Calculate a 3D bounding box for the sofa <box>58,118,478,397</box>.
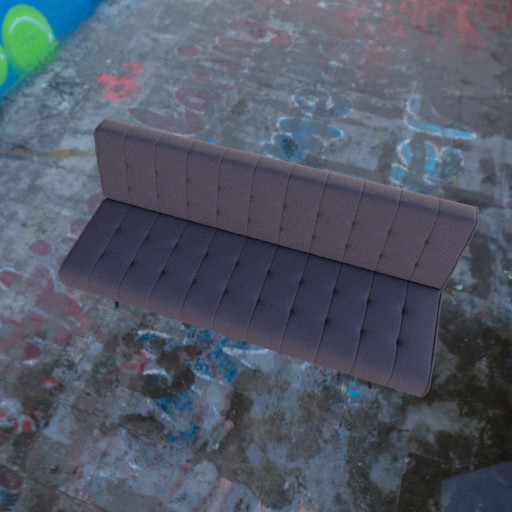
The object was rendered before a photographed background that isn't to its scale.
[{"bbox_3d":[0.000,0.000,2.070,1.703,0.699,0.747,16,59,10],"label":"sofa"}]
